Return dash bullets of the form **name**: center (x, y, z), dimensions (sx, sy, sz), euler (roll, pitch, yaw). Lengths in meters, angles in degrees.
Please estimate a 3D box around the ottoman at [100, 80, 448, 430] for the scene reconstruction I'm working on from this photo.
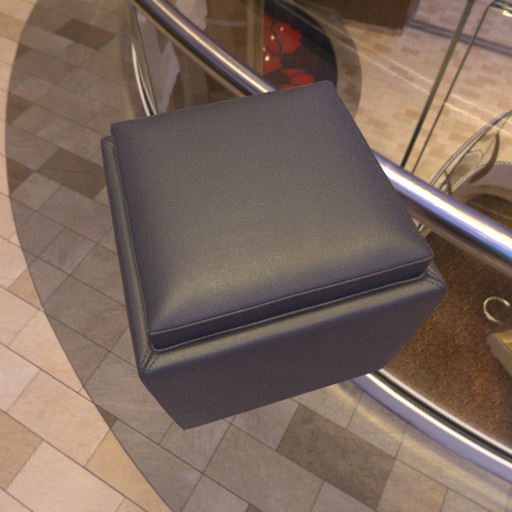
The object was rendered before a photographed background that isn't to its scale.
- **ottoman**: center (0.000, 0.000, 0.820), dimensions (0.451, 0.460, 0.450), euler (-14, 60, -9)
